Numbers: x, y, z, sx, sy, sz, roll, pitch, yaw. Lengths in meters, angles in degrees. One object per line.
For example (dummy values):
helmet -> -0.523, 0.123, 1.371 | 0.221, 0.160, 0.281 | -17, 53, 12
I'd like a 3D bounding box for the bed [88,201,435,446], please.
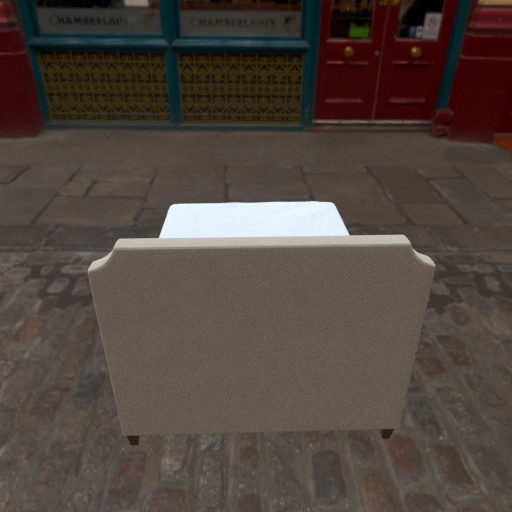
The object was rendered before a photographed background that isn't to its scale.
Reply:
bed -> 0.000, 0.000, 3.428 | 1.703, 1.415, 2.329 | -1, 29, -2
